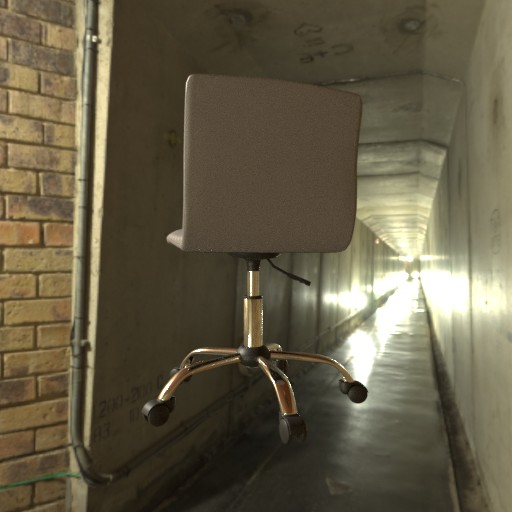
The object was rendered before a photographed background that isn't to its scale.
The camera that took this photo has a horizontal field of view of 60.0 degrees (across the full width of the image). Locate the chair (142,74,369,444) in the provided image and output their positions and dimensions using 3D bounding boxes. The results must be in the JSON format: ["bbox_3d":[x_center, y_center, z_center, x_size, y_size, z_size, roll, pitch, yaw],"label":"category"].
[{"bbox_3d":[0.000,0.000,1.124,0.569,0.750,0.542,0,0,-18],"label":"chair"}]
